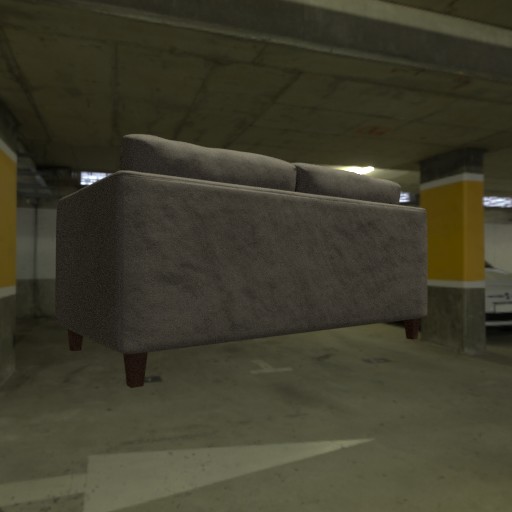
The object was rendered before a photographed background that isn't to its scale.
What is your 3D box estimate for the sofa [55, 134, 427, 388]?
[{"bbox_3d":[0.000,0.000,2.437,1.884,0.963,0.950,1,-1,-37],"label":"sofa"}]
